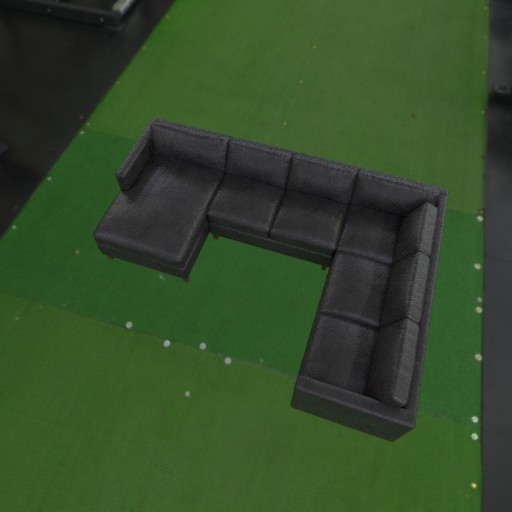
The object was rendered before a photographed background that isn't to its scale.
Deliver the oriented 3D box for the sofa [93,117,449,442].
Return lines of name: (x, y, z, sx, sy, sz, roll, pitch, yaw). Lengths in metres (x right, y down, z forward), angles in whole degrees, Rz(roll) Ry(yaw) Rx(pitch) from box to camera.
sofa: (0.000, 0.000, 4.423, 3.324, 0.891, 2.452, 16, 60, 10)
